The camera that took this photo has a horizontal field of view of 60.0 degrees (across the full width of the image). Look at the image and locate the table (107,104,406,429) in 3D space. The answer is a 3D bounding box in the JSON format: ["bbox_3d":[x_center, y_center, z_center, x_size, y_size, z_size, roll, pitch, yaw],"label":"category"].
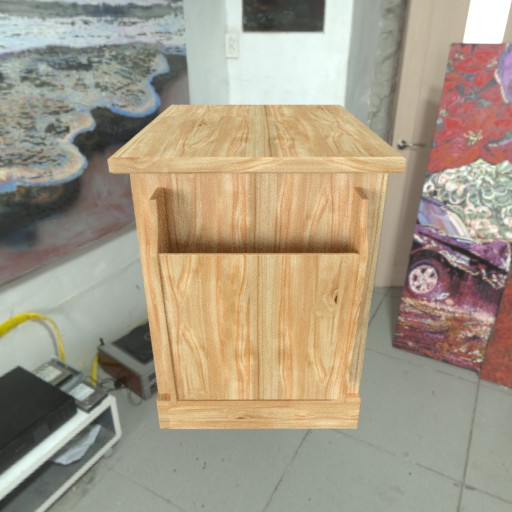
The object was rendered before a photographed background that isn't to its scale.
[{"bbox_3d":[0.000,0.000,0.887,0.380,0.515,0.530,0,27,0],"label":"table"}]
